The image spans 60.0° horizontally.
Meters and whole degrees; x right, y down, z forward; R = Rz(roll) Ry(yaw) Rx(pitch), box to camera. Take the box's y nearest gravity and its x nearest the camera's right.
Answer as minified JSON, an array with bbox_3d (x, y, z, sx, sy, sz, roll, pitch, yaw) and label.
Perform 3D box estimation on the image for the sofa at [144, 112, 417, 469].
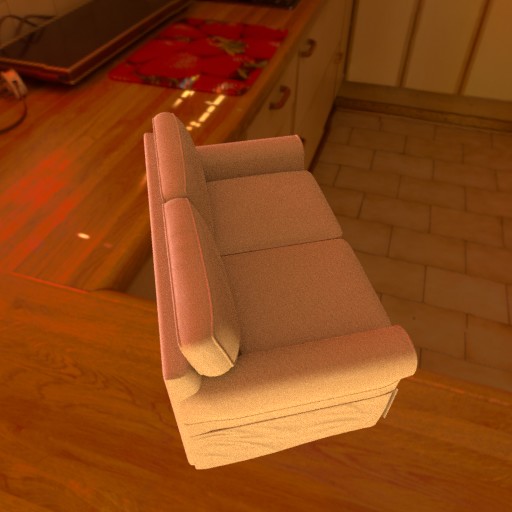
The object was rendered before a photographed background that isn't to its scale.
[{"bbox_3d":[0.000,0.000,2.334,0.991,0.940,1.727,-9,46,-9],"label":"sofa"}]
